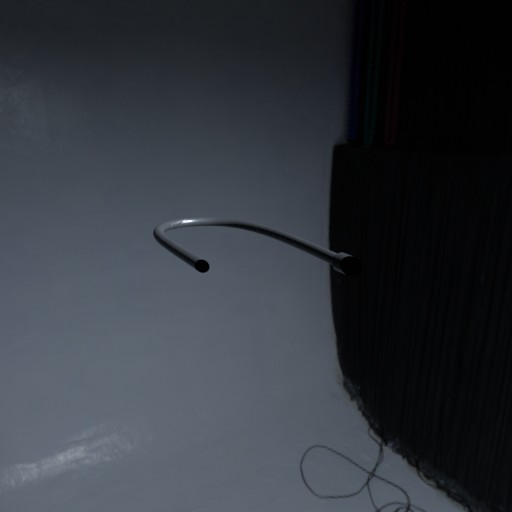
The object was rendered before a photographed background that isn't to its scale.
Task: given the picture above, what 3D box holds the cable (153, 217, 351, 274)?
[{"bbox_3d":[0.000,0.000,0.108,0.041,0.005,0.098,-8,17,-26],"label":"cable"}]
